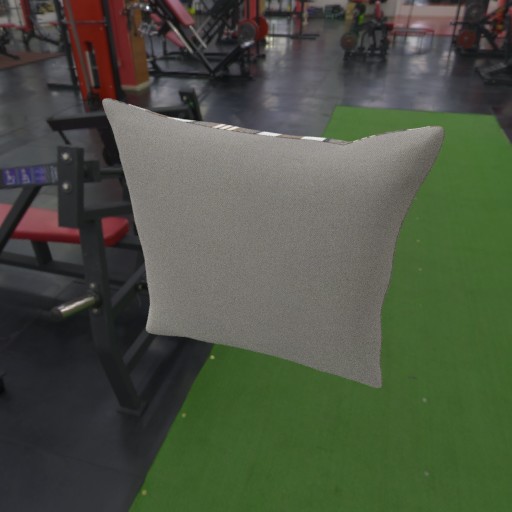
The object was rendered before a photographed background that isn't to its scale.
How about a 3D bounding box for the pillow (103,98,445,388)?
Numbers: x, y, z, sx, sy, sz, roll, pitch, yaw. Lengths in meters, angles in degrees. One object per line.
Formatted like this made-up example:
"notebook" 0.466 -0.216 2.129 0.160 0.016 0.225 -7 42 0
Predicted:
"pillow" 0.000 0.000 0.622 0.416 0.401 0.173 10 34 15
